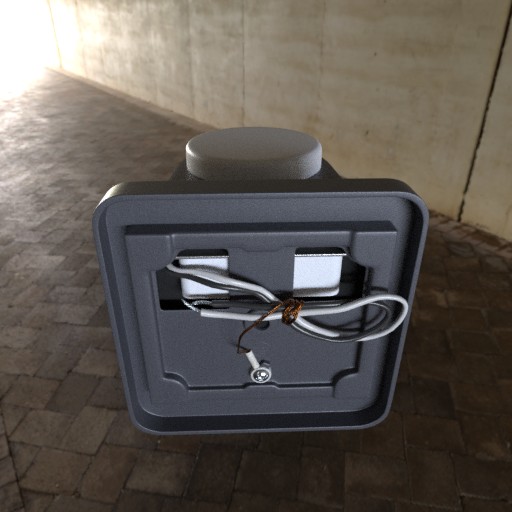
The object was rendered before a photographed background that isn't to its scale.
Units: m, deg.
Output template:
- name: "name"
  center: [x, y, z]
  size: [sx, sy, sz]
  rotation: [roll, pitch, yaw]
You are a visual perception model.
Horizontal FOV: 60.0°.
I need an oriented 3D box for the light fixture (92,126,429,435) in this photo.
- name: "light fixture"
  center: [0.000, 0.000, 0.214]
  size: [0.109, 0.109, 0.132]
  rotation: [-1, 29, -2]
